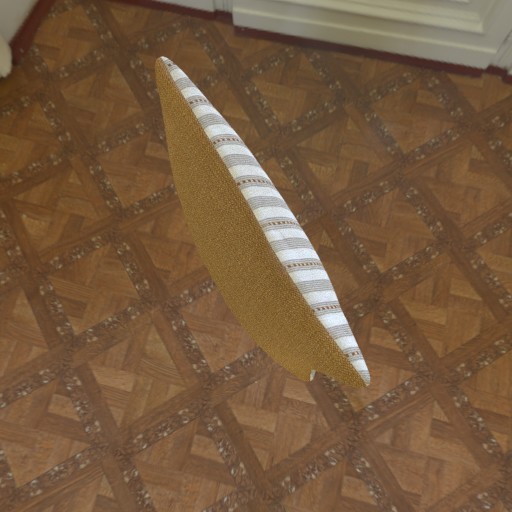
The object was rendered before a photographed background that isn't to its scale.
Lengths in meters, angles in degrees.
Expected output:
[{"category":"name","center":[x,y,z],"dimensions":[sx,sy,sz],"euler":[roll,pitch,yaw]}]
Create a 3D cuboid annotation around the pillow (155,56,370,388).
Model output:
[{"category":"pillow","center":[0.000,0.000,0.675],"dimensions":[0.147,0.437,0.432],"euler":[-31,76,-8]}]
